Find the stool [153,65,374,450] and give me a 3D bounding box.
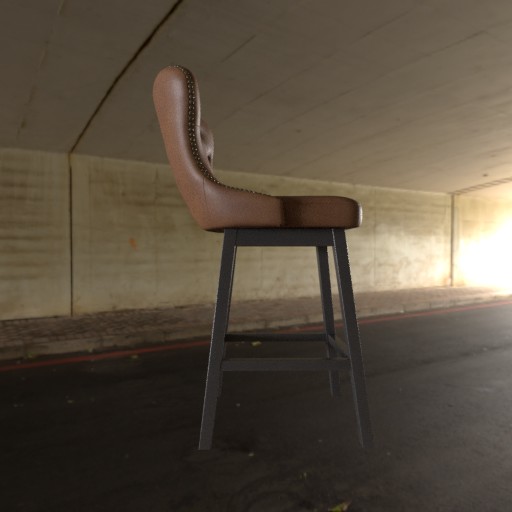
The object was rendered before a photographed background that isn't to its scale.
[{"bbox_3d":[0.000,0.000,1.325,0.593,0.971,0.528,0,1,-1],"label":"stool"}]
